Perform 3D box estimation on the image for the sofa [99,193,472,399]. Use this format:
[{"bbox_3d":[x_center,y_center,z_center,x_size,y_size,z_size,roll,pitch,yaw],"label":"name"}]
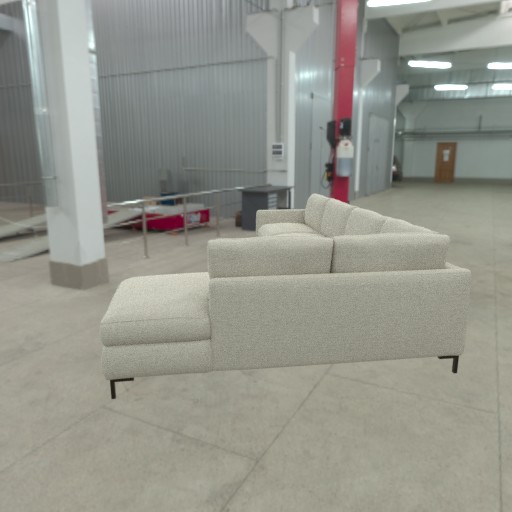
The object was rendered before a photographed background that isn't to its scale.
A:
[{"bbox_3d":[0.000,0.000,3.726,2.007,0.815,2.949,-2,13,-8],"label":"sofa"}]
